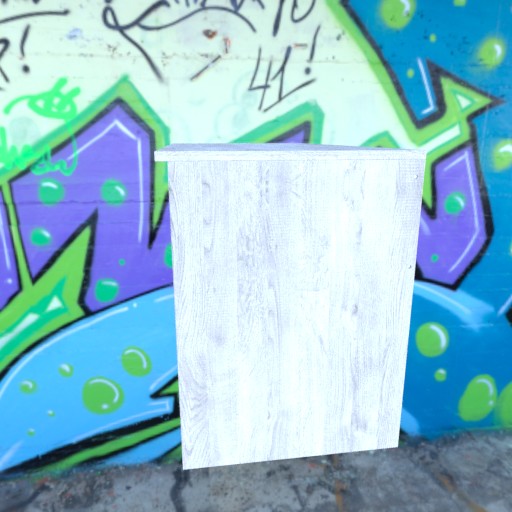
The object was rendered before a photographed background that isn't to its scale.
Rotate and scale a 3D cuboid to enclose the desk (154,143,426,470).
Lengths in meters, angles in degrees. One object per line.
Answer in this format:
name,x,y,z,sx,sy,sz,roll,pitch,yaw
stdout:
desk,0.000,0.000,1.510,0.560,0.730,1.100,-2,15,-8
